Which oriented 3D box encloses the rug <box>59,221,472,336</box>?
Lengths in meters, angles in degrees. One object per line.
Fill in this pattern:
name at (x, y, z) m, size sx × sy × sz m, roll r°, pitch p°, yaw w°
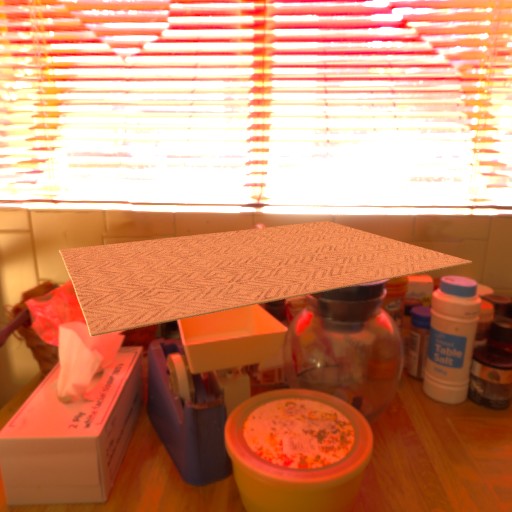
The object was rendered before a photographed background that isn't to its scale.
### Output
rug at (0.000, 0.000, 2.345) m, size 1.828 × 0.007 × 1.220 m, roll -8°, pitch 17°, yaw -26°
